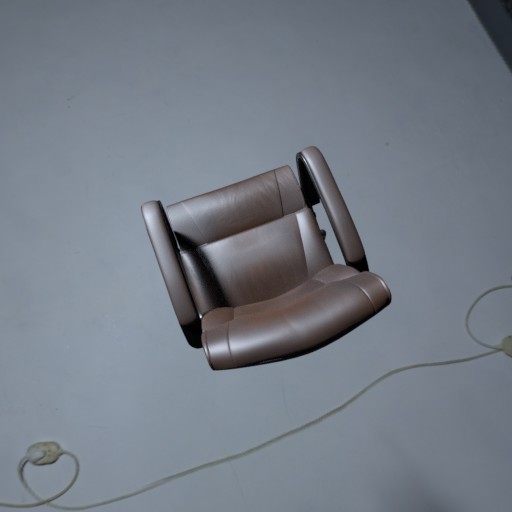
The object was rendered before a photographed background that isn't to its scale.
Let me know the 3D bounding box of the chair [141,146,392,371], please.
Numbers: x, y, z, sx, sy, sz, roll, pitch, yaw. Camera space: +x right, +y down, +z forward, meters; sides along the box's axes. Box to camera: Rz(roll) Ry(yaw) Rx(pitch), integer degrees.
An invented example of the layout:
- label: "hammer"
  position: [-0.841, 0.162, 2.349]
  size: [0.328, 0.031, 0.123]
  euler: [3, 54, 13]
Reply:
- label: "chair"
  position: [0.000, 0.000, 1.504]
  size: [0.739, 1.004, 0.717]
  euler: [-19, 76, -5]
